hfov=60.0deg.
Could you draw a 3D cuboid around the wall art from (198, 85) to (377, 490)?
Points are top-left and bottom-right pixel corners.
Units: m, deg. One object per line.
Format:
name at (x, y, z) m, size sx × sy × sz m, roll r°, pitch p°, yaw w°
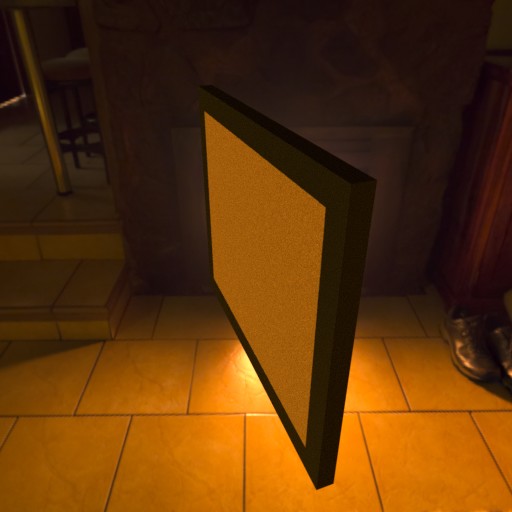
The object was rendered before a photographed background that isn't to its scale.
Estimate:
wall art at (0.000, 0.000, 0.745) m, size 0.028 × 0.460 × 0.561 m, roll -11°, pitch 32°, yaw -18°
